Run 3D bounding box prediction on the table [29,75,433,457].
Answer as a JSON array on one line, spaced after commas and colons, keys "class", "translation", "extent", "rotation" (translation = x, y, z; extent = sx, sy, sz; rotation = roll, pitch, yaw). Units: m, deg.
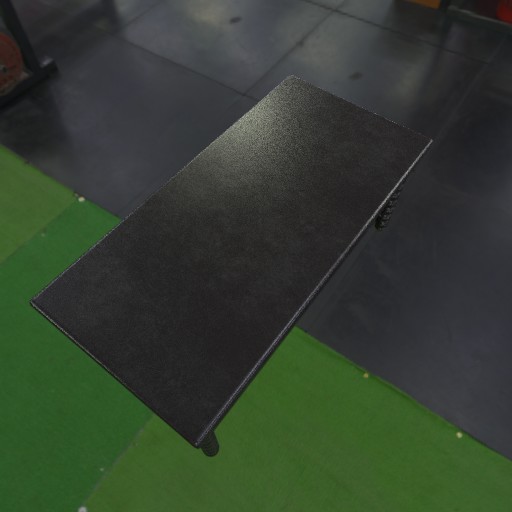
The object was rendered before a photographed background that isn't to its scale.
[{"class": "table", "translation": [0.000, 0.000, 1.487], "extent": [0.580, 0.487, 1.171], "rotation": [33, 63, 19]}]
